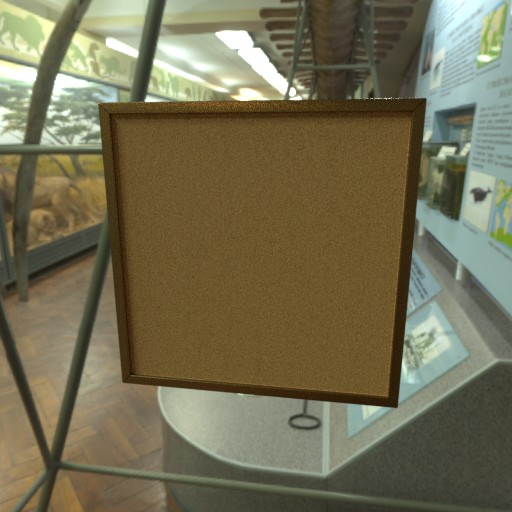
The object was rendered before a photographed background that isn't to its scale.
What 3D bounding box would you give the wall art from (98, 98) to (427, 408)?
[{"bbox_3d":[0.000,0.000,0.462,0.305,0.305,0.037,2,15,9],"label":"wall art"}]
